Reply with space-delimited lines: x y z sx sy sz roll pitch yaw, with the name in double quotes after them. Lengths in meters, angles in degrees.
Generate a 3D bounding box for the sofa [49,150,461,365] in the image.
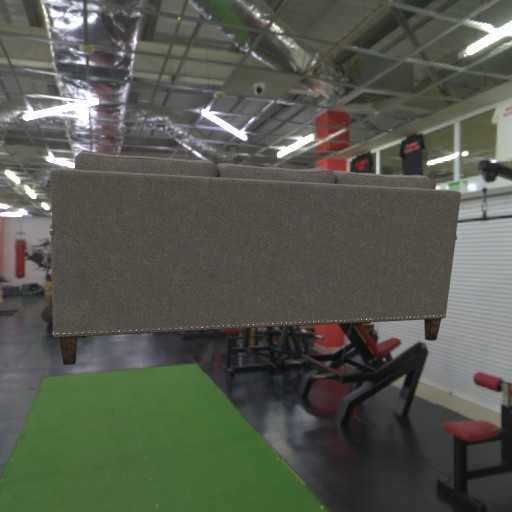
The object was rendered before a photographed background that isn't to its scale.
0.000 0.000 2.749 2.226 1.042 1.034 0 0 -17 "sofa"
